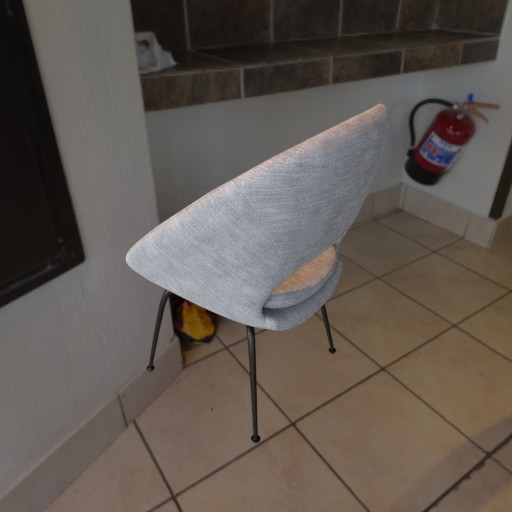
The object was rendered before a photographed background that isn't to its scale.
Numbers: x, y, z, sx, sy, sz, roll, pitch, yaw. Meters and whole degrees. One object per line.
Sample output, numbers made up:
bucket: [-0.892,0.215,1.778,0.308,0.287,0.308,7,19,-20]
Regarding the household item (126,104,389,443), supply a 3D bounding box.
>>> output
household item: [0.000,0.000,1.258,0.587,0.869,0.643,22,38,31]
